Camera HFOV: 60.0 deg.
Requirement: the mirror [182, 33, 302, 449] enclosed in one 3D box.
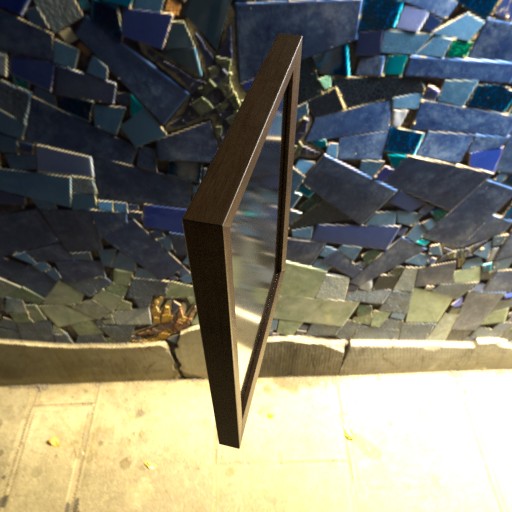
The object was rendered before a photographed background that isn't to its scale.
[{"bbox_3d":[0.000,0.000,0.686,0.041,0.508,0.405,10,48,9],"label":"mirror"}]
